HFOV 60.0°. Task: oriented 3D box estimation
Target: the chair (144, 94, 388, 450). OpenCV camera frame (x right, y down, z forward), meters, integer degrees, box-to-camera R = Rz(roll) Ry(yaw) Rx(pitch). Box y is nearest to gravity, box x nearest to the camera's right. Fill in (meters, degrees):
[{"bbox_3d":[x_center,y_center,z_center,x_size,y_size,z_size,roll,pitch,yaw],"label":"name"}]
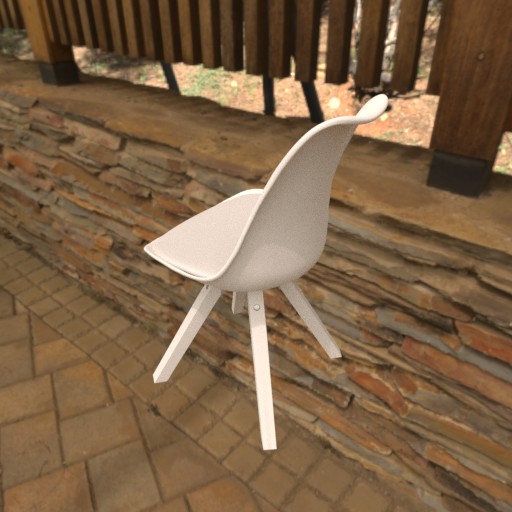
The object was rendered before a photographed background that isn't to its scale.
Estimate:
[{"bbox_3d":[0.000,0.000,1.185,0.550,0.850,0.485,20,37,29],"label":"chair"}]
